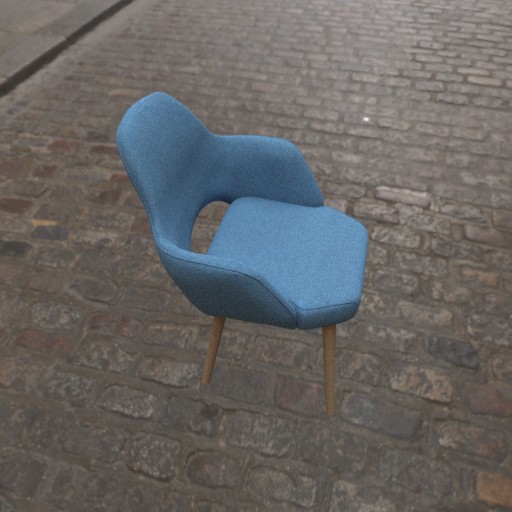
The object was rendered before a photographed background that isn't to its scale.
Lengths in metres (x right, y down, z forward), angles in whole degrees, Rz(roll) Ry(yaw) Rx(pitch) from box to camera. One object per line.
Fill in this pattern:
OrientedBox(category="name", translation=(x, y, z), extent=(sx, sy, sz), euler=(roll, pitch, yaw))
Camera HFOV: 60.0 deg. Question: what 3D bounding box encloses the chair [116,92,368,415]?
OrientedBox(category="chair", translation=(0.000, 0.000, 1.379), extent=(0.666, 0.920, 0.589), euler=(11, 47, 10))
